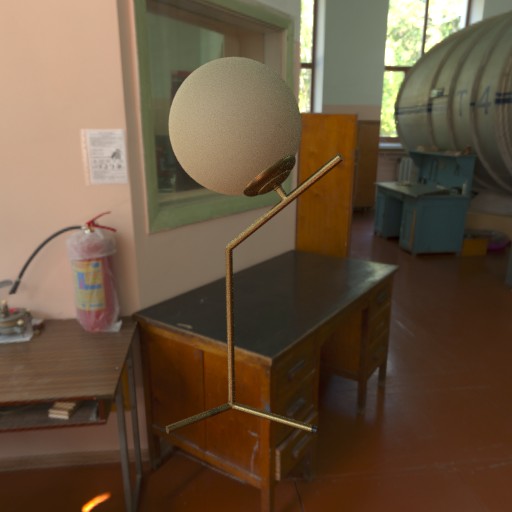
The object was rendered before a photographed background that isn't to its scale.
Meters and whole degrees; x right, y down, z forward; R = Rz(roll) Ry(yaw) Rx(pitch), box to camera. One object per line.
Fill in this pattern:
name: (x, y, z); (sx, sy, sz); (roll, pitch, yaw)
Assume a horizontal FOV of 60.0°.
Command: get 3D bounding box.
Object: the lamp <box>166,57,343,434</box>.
lamp: (0.000, 0.000, 0.663); (0.251, 0.552, 0.210); (8, 17, 25)
